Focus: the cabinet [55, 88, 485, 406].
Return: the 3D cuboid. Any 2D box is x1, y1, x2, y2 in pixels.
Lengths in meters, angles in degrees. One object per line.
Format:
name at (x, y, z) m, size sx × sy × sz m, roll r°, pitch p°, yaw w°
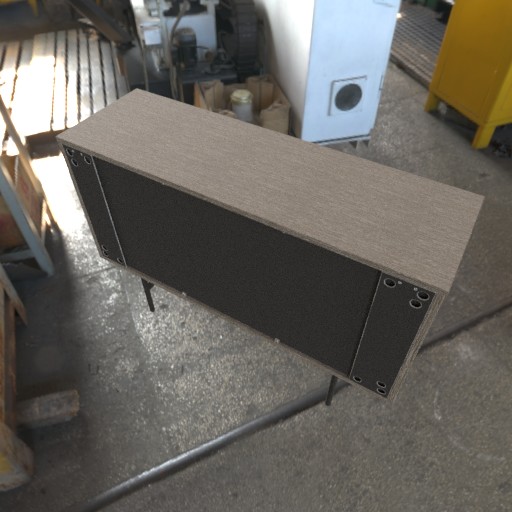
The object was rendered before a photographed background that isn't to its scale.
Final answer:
cabinet at (0.000, 0.000, 1.554) m, size 1.194 × 0.787 × 0.405 m, roll 23°, pitch 51°, yaw 21°
